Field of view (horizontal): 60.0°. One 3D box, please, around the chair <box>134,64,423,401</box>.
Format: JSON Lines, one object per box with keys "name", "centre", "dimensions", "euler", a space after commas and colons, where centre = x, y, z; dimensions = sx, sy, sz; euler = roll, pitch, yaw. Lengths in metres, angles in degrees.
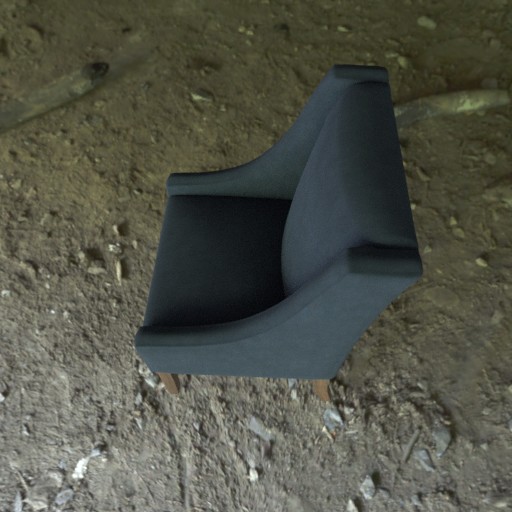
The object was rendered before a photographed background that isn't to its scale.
{"name": "chair", "centre": [0.000, 0.000, 1.320], "dimensions": [0.629, 0.895, 0.629], "euler": [2, 58, 1]}
